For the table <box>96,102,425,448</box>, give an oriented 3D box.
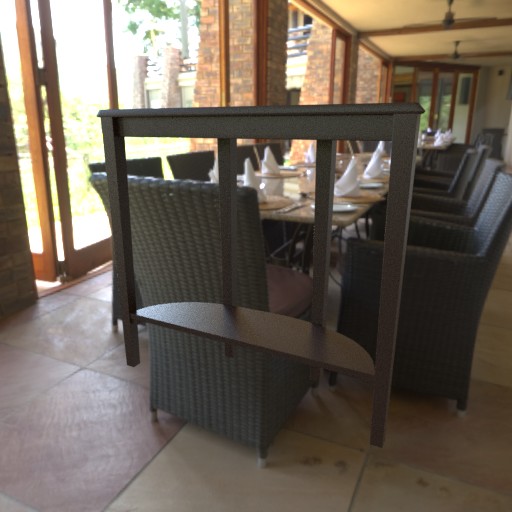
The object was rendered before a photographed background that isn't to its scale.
[{"bbox_3d":[0.000,0.000,1.313,0.909,0.831,0.274,9,18,27],"label":"table"}]
